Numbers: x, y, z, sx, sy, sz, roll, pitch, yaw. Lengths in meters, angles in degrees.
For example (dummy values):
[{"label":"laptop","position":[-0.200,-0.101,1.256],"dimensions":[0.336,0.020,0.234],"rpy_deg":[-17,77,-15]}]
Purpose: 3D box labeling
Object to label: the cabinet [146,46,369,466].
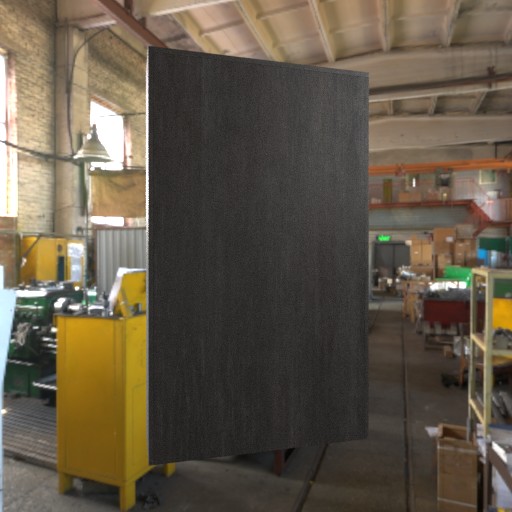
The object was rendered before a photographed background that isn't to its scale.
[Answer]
[{"label":"cabinet","position":[0.000,0.000,1.570],"dimensions":[0.750,1.280,0.250],"rpy_deg":[0,0,-15]}]
